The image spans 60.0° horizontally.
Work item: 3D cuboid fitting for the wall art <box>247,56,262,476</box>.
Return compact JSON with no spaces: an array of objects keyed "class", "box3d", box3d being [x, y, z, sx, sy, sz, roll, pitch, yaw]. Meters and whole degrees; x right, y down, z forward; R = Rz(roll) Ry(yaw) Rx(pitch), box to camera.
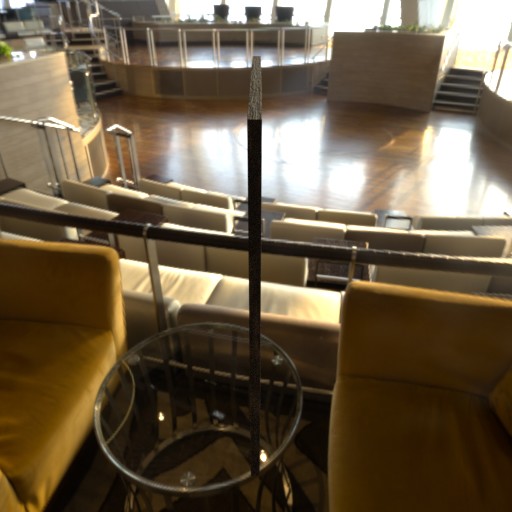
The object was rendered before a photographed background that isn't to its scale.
[{"class":"wall art","box3d":[0.000,0.000,1.411,0.029,1.066,0.812,0,32,0]}]
